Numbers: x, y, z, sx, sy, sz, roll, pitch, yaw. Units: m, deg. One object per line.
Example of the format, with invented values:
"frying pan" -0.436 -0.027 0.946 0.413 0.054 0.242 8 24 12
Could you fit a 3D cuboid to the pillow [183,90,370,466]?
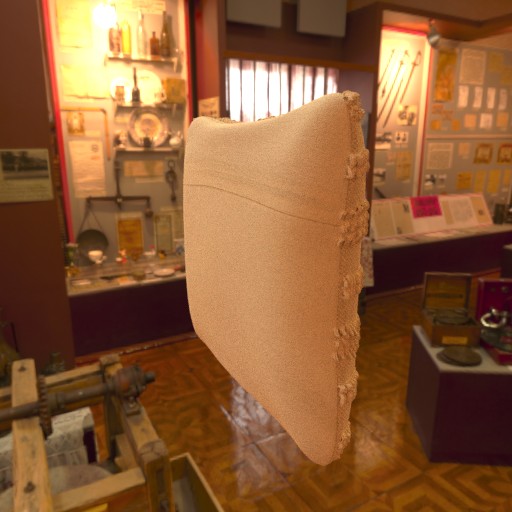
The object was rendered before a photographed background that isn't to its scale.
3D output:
"pillow" 0.000 0.000 0.657 0.145 0.427 0.437 -7 16 -26
